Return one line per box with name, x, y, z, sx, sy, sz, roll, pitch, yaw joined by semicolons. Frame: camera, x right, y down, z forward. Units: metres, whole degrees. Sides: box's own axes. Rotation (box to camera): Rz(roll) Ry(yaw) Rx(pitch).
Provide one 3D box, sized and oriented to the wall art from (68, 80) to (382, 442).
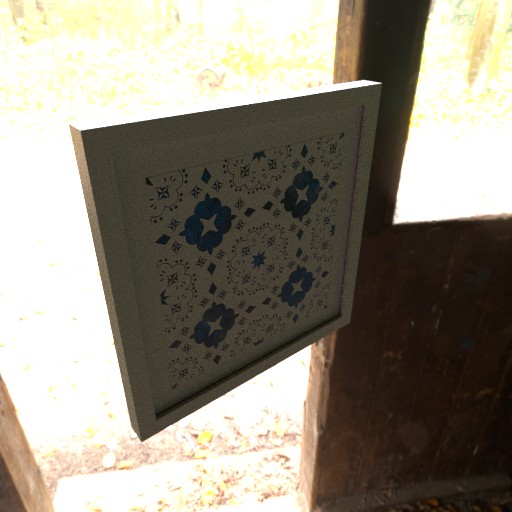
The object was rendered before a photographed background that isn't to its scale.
wall art;0.000;0.000;0.523;0.355;0.355;0.027;-21;36;-32
